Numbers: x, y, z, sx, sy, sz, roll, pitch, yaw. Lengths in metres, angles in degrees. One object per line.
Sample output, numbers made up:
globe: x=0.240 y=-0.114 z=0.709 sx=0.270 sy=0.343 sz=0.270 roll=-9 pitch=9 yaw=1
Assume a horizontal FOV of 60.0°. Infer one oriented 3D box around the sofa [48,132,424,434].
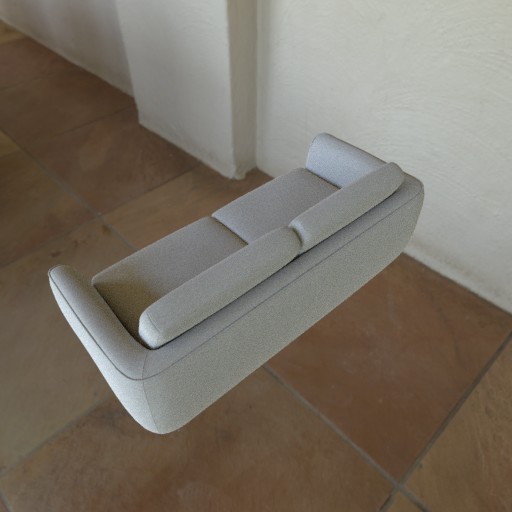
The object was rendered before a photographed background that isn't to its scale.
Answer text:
sofa: x=0.000 y=0.000 z=2.491 sx=2.000 sy=0.850 sz=0.920 roll=-32 pitch=53 yaw=-27
